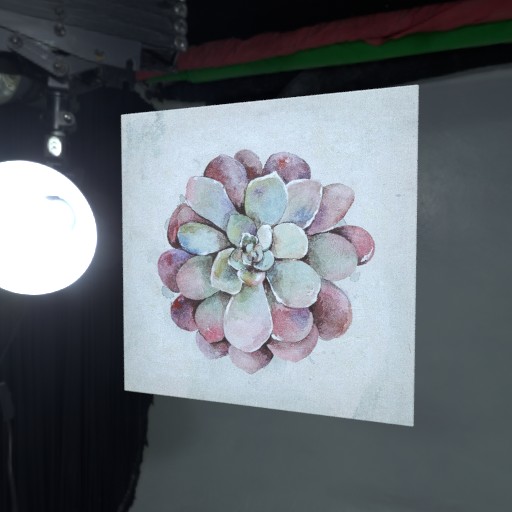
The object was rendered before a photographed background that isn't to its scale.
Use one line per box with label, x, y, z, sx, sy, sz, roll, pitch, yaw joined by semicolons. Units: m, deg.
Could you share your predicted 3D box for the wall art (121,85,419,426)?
wall art;0.000;0.000;1.123;0.762;0.762;0.041;1;3;18
